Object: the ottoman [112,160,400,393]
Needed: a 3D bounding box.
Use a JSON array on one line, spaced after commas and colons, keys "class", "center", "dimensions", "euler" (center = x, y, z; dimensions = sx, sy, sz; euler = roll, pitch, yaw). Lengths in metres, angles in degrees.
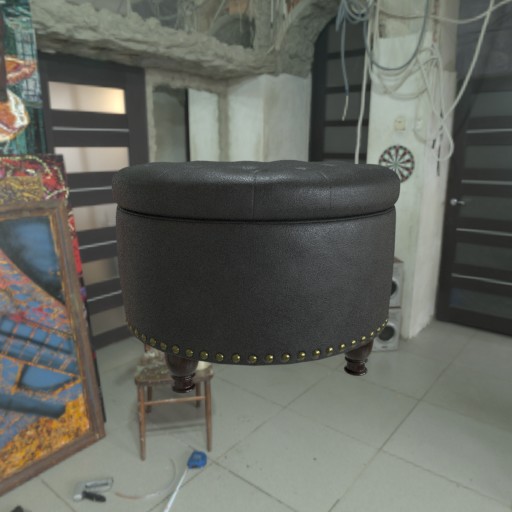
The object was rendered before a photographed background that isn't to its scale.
[{"class": "ottoman", "center": [0.000, 0.000, 1.067], "dimensions": [0.637, 0.442, 0.637], "euler": [0, 14, 0]}]
